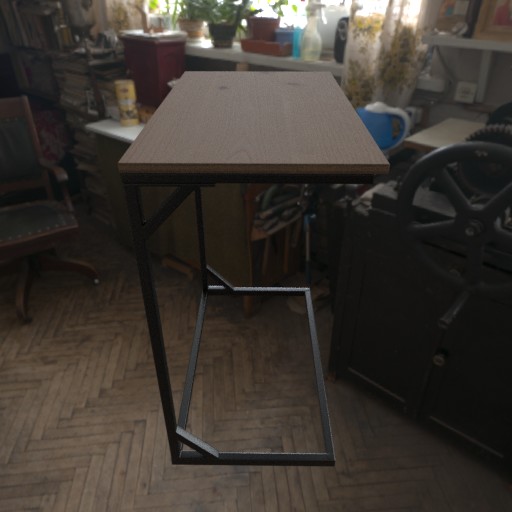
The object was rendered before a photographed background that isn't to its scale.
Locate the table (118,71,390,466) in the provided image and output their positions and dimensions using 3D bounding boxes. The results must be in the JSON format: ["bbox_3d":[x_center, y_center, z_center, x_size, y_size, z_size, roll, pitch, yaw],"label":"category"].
[{"bbox_3d":[0.000,0.000,1.003,0.351,0.673,0.597,0,33,1],"label":"table"}]
